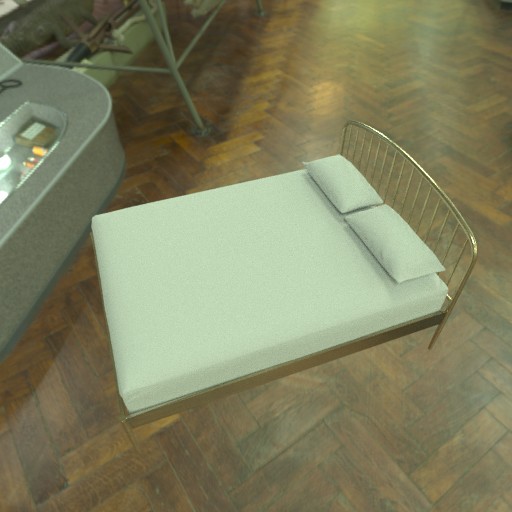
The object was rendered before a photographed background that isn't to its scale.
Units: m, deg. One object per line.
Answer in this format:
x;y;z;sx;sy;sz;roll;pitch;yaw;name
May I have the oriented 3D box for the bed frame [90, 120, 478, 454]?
0.000;0.000;3.077;2.152;1.175;1.612;-15;47;-14;bed frame
